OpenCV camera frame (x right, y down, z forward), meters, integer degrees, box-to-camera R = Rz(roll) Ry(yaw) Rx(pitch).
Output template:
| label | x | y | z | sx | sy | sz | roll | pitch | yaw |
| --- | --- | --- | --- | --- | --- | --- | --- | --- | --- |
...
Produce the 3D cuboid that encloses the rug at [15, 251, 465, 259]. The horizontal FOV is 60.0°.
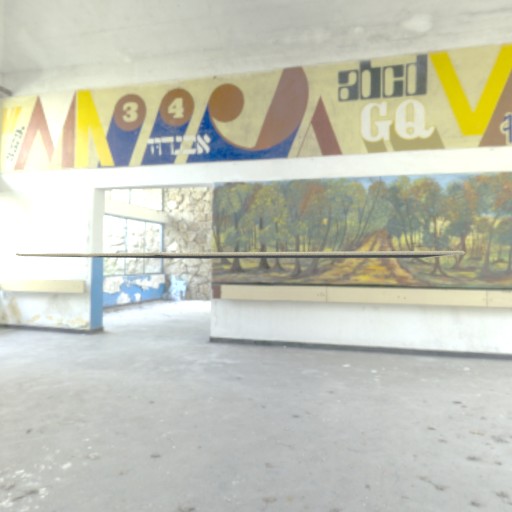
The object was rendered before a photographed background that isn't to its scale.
| label | x | y | z | sx | sy | sz | roll | pitch | yaw |
| --- | --- | --- | --- | --- | --- | --- | --- | --- | --- |
| rug | 0.000 | 0.000 | 4.725 | 3.659 | 0.037 | 2.734 | 0 | -1 | 16 |
